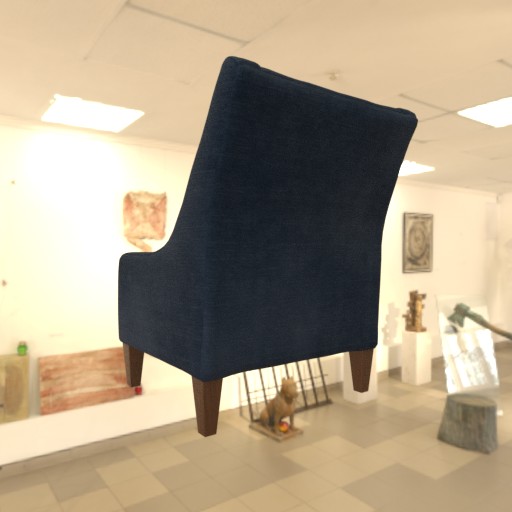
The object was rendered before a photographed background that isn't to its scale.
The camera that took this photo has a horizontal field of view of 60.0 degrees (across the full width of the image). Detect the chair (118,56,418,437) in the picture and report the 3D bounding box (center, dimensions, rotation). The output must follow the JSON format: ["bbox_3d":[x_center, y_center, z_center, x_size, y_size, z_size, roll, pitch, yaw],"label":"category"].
[{"bbox_3d":[0.000,0.000,1.638,0.774,1.014,0.870,0,1,-36],"label":"chair"}]
